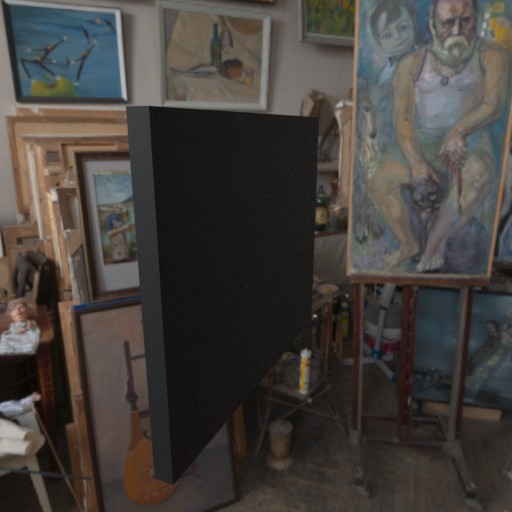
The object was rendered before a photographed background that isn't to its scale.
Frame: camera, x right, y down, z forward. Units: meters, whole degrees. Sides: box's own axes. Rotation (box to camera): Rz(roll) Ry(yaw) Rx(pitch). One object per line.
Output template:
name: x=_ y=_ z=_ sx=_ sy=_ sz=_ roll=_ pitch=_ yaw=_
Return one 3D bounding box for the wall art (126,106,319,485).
wall art: x=0.000 y=0.000 z=0.747 sx=0.029 sy=0.457 sz=0.558 roll=7 pitch=18 yaw=24
